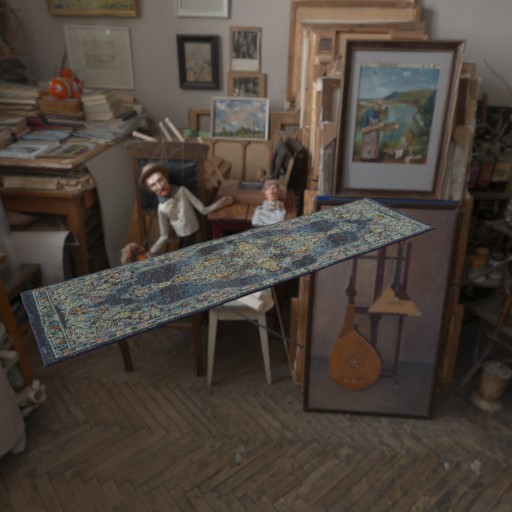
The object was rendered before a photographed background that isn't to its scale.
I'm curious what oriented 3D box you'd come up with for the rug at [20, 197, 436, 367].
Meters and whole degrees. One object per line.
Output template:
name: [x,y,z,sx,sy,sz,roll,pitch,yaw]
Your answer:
rug: [0.000,0.000,2.426,2.283,0.016,0.602,-17,33,-28]
